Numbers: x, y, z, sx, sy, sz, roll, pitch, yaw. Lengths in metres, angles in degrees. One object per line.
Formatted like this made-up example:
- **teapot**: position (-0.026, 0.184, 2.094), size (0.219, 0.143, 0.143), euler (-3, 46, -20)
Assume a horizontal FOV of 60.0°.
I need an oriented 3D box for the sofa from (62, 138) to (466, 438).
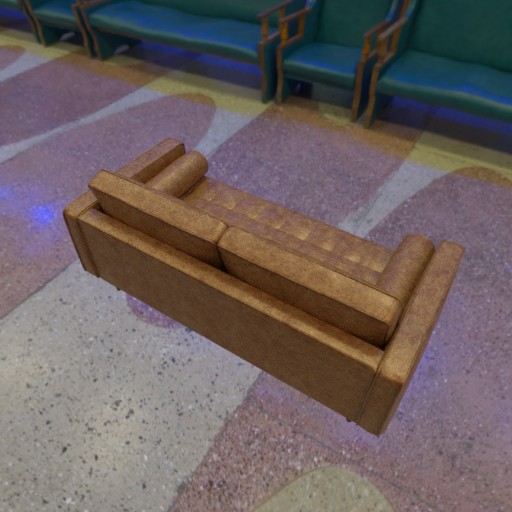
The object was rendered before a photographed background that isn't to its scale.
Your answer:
- **sofa**: position (0.000, 0.000, 2.413), size (1.920, 0.825, 0.924), euler (25, 51, 22)
